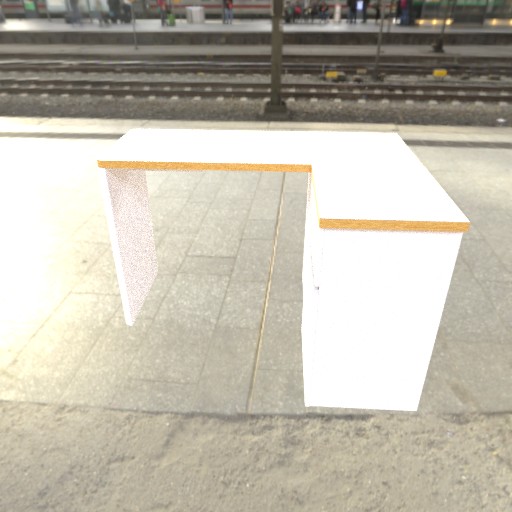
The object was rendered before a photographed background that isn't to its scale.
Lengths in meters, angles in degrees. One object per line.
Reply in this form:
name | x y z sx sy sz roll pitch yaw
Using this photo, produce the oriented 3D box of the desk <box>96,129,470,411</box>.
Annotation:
desk | 0.000 0.000 1.758 1.170 0.760 0.900 2 30 3
